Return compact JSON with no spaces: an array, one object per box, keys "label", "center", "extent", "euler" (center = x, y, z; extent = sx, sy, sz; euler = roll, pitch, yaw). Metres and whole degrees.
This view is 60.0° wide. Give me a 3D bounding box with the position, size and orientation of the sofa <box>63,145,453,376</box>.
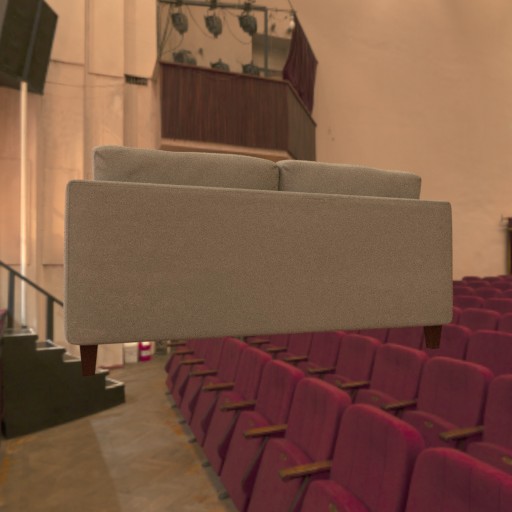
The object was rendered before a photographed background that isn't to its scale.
[{"label":"sofa","center":[0.000,0.000,2.430],"extent":[1.884,0.963,0.950],"euler":[0,-1,-19]}]
